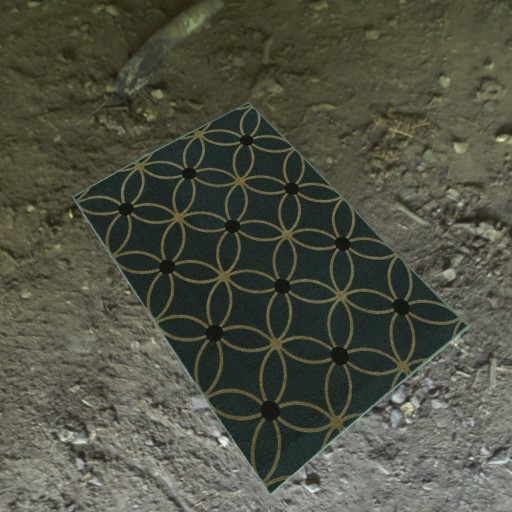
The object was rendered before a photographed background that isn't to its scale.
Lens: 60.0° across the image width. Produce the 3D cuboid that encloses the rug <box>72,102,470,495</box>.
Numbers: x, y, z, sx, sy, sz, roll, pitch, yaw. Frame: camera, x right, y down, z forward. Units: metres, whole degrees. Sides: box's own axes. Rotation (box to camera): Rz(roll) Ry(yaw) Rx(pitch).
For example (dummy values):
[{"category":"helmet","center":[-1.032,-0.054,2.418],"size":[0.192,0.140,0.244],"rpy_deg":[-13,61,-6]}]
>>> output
[{"category":"rug","center":[0.000,0.000,2.873],"size":[1.522,0.008,2.284],"rpy_deg":[-33,68,-16]}]
